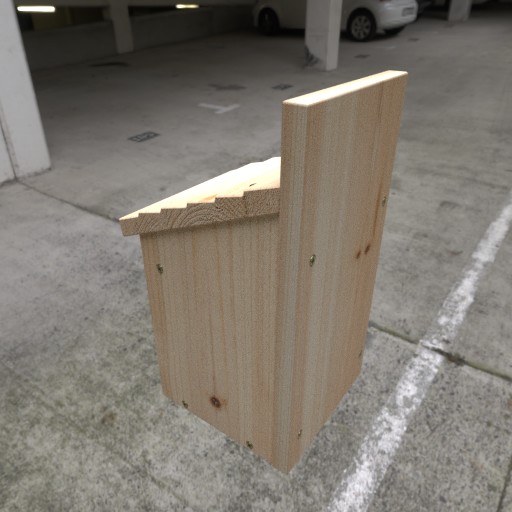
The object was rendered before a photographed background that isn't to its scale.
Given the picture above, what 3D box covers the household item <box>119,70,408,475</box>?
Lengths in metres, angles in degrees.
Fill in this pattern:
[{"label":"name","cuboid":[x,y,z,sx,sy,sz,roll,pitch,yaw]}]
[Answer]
[{"label":"household item","cuboid":[0.000,0.000,0.391,0.171,0.300,0.149,20,35,31]}]
